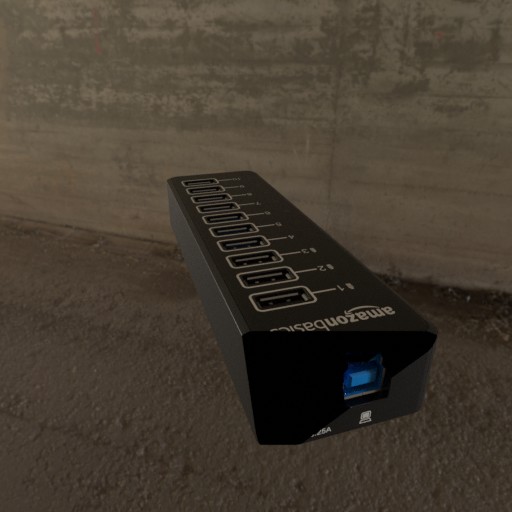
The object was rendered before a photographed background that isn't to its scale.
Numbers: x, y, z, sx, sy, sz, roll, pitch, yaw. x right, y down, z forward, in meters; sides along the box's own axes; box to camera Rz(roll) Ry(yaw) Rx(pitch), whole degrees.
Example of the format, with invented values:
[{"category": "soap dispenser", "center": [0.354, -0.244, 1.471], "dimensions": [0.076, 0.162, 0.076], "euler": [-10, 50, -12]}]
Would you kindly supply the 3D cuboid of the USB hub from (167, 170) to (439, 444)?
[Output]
[{"category": "USB hub", "center": [0.000, 0.000, 0.160], "dimensions": [0.044, 0.023, 0.145], "euler": [-8, 27, -16]}]
